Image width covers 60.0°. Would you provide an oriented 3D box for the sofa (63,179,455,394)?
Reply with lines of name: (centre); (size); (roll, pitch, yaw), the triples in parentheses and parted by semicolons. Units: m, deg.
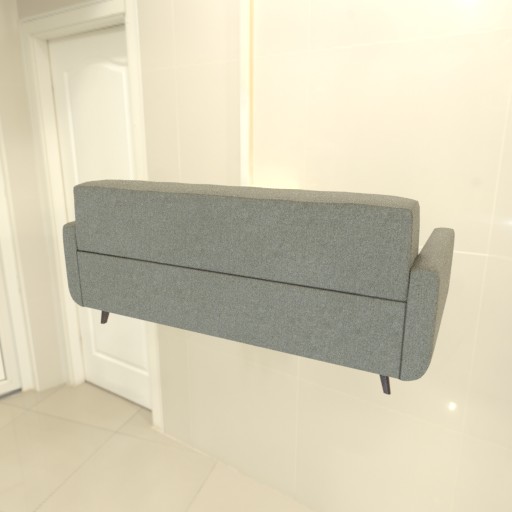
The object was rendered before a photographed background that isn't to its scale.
sofa: (0.000, 0.000, 2.578); (2.055, 0.873, 0.968); (7, 17, 26)
